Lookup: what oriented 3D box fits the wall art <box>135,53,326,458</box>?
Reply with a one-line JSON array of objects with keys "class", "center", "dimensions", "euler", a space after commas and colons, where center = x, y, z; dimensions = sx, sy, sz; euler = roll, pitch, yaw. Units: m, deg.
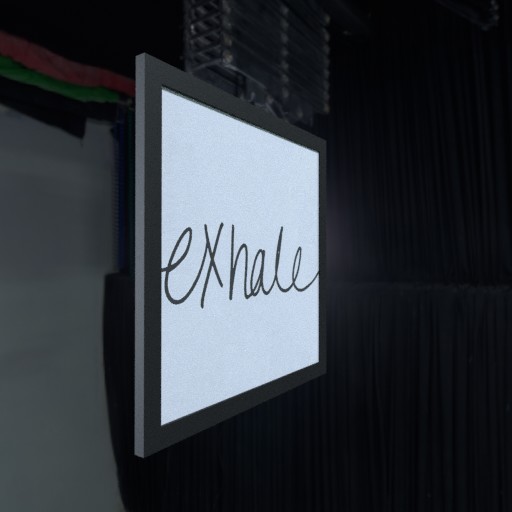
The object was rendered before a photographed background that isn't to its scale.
[{"class": "wall art", "center": [0.000, 0.000, 0.539], "dimensions": [0.012, 0.357, 0.358], "euler": [0, 0, 35]}]
